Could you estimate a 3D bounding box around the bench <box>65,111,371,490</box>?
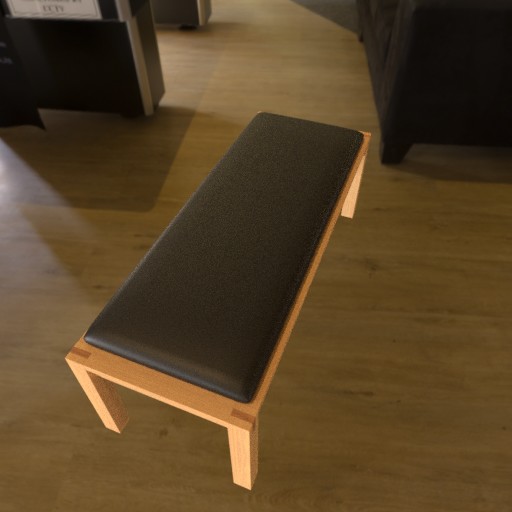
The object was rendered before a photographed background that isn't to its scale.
[{"bbox_3d":[0.000,0.000,1.446,0.450,0.430,1.202,16,49,15],"label":"bench"}]
